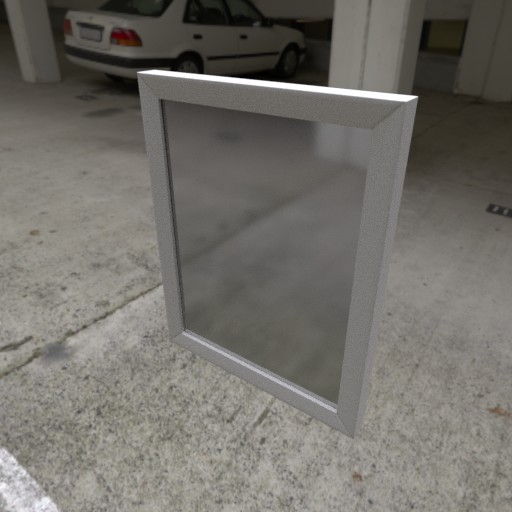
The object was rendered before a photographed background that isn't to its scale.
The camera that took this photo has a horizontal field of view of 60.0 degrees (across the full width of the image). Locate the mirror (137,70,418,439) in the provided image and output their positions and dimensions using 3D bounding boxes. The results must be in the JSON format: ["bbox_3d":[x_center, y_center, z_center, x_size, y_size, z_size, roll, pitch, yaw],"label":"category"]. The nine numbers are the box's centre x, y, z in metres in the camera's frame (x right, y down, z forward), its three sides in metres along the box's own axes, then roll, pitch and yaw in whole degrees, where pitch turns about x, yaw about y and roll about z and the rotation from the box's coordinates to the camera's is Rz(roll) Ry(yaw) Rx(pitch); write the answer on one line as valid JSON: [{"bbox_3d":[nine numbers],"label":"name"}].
[{"bbox_3d":[0.000,0.000,0.689,0.405,0.508,0.041,19,34,31],"label":"mirror"}]
